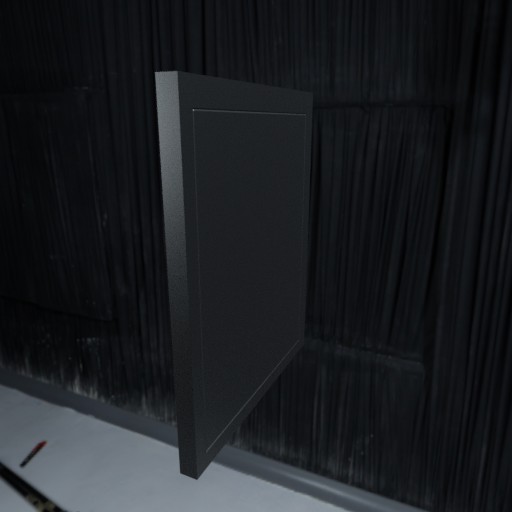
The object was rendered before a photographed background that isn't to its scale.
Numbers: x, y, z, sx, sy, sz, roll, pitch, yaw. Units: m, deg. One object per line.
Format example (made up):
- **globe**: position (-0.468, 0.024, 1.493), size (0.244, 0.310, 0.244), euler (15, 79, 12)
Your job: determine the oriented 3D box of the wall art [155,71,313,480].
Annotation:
- **wall art**: position (0.000, 0.000, 0.775), size (0.031, 0.558, 0.461), euler (8, 19, 25)
